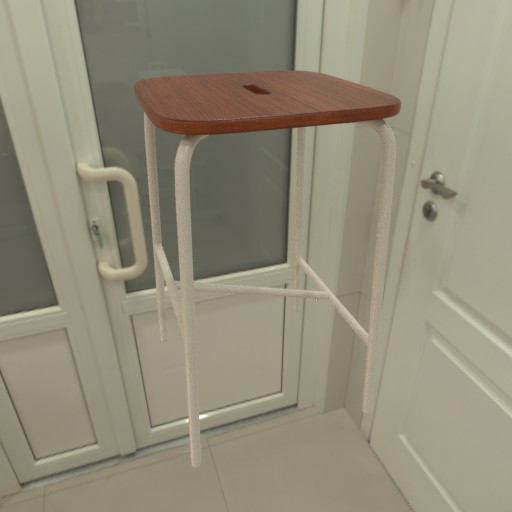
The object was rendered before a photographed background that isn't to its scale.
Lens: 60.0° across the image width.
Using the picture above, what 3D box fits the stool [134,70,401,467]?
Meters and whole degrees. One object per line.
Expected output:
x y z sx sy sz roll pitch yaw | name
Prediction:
0.000 0.000 0.853 0.376 0.610 0.376 -10 32 -17 | stool
